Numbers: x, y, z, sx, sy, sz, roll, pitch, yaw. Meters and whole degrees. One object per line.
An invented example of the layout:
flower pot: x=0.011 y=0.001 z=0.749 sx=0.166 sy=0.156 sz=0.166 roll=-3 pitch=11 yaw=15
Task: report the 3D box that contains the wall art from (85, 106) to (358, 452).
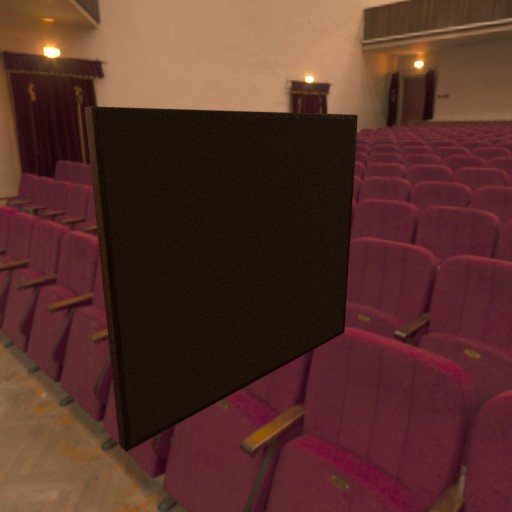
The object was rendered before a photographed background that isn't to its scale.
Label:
wall art: x=0.000 y=0.000 z=0.727 sx=0.521 sy=0.450 sz=0.018 roll=-16 pitch=22 yaw=-42
